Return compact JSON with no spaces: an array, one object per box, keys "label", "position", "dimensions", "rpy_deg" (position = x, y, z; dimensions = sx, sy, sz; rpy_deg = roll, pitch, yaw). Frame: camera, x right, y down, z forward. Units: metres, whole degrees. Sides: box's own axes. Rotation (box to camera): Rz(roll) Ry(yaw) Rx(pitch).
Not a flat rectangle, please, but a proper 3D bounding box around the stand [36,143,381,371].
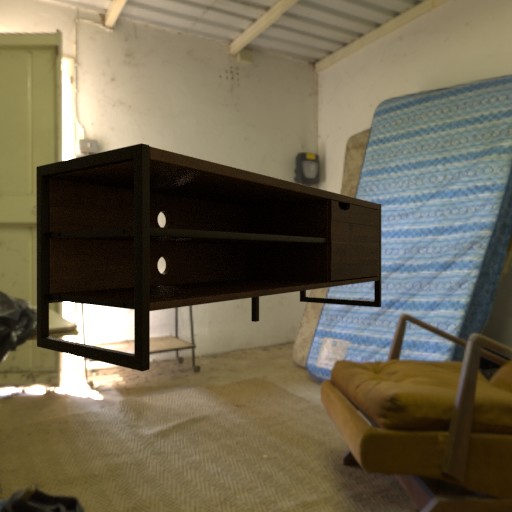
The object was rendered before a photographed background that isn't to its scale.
[{"label":"stand","position":[0.000,0.000,1.711],"dimensions":[0.454,0.506,1.480],"rpy_deg":[0,0,36]}]
